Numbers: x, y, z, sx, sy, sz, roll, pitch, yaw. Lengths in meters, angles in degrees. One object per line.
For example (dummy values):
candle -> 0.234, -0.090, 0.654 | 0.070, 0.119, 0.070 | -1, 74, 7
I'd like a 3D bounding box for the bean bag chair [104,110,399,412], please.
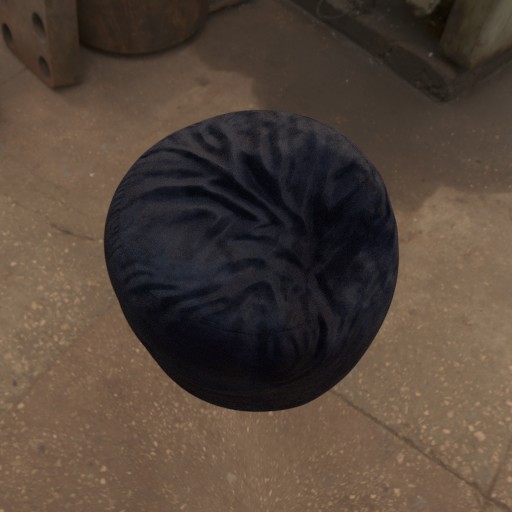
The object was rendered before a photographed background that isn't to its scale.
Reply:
bean bag chair -> 0.000, 0.000, 1.478 | 0.918, 0.616, 0.918 | 0, 58, 0
